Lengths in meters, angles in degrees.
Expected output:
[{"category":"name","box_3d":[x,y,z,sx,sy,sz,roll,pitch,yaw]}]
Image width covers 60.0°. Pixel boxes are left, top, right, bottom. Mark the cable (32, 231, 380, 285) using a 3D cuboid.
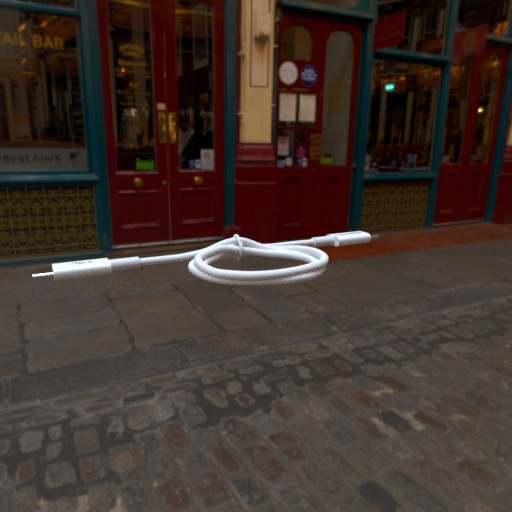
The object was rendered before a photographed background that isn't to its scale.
[{"category":"cable","box_3d":[0.000,0.000,0.224,0.203,0.014,0.070,-7,16,-26]}]
